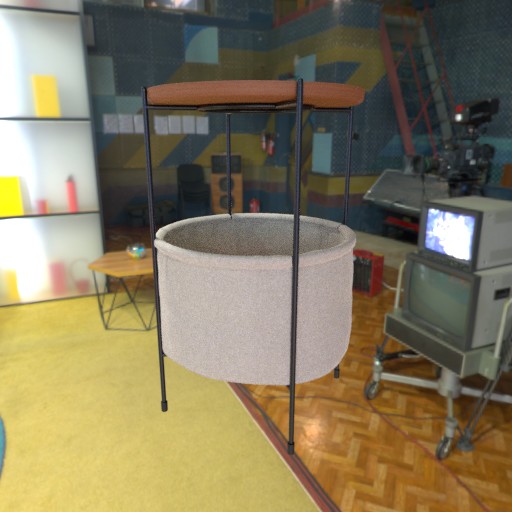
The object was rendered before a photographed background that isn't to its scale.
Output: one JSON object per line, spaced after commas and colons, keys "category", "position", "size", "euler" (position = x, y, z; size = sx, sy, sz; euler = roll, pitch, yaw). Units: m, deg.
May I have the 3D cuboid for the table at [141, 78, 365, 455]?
{"category": "table", "position": [0.000, 0.000, 0.887], "size": [0.393, 0.623, 0.393], "euler": [8, 18, 26]}
